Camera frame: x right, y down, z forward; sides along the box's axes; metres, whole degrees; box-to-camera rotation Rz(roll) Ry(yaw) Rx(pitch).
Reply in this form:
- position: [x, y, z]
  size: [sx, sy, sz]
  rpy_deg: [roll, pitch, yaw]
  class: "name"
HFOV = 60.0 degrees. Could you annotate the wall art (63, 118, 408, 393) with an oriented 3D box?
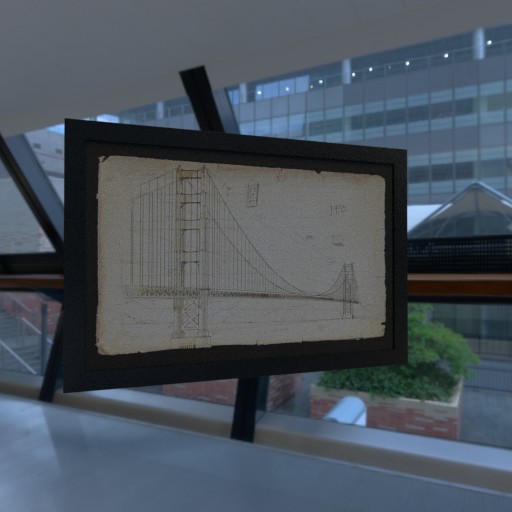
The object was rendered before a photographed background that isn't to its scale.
- position: [0.000, 0.000, 0.827]
  size: [0.660, 0.447, 0.013]
  rpy_deg: [0, -1, -18]
  class: "wall art"
